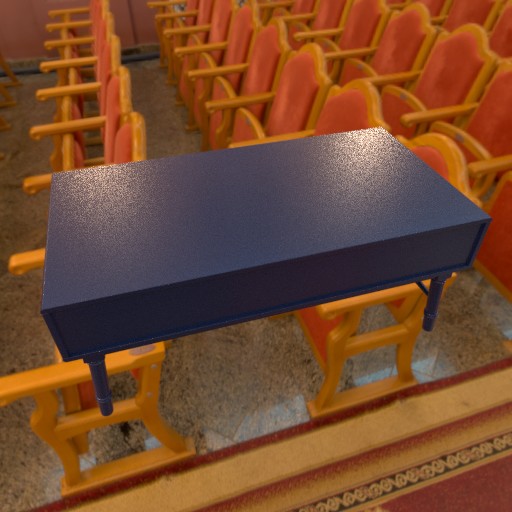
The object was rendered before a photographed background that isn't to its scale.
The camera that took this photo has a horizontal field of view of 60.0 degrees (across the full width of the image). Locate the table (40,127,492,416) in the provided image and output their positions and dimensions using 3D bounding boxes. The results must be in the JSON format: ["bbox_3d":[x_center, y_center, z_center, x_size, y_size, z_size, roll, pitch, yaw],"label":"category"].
[{"bbox_3d":[0.000,0.000,1.345,1.067,0.457,0.572,-11,42,-13],"label":"table"}]
